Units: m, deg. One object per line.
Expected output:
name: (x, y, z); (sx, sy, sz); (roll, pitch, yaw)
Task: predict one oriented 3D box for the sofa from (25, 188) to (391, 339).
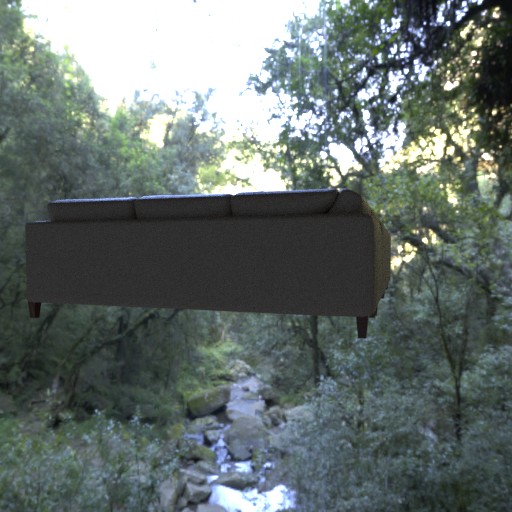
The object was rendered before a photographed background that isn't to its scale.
sofa: (0.000, 0.000, 4.484); (2.551, 0.889, 3.403); (0, 1, 19)
